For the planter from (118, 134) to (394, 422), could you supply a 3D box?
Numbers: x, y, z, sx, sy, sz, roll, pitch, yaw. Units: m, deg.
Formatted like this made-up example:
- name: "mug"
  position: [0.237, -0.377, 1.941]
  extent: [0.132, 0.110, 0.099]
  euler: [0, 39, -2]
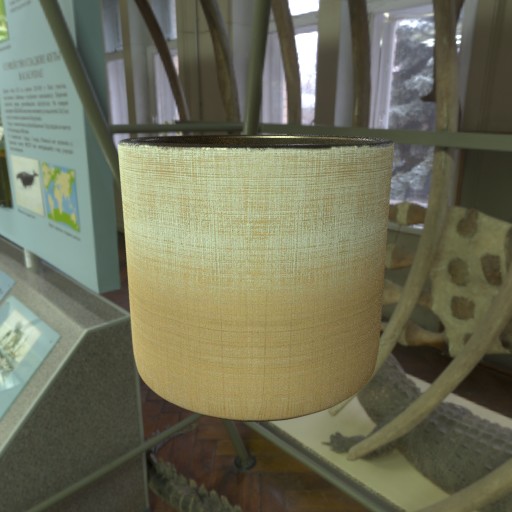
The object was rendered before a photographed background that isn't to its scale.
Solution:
- name: "planter"
  position: [0.000, 0.000, 0.391]
  extent: [0.221, 0.201, 0.221]
  euler: [0, 17, 0]
